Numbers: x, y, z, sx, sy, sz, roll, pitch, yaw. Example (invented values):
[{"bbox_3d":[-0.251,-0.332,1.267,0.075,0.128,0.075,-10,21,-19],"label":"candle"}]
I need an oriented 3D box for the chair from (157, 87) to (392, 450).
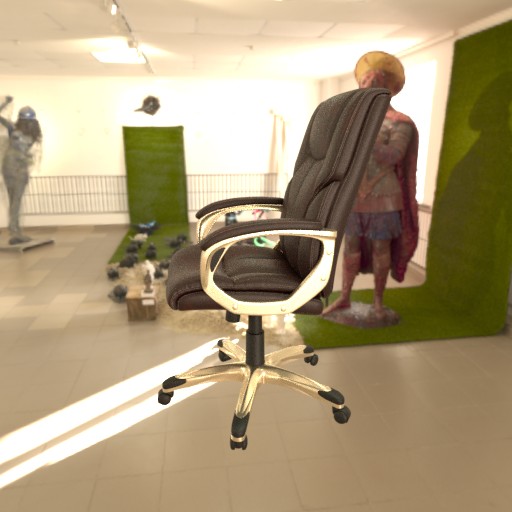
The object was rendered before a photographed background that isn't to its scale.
[{"bbox_3d":[0.000,0.000,1.564,0.739,1.107,0.662,-2,15,-8],"label":"chair"}]
